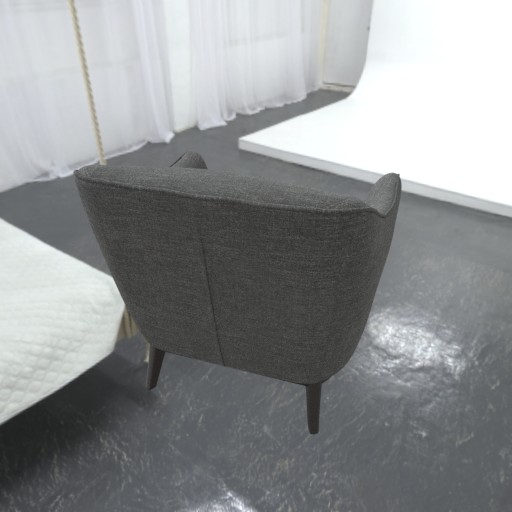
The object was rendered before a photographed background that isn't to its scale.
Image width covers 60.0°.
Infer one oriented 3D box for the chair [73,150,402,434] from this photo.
[{"bbox_3d":[0.000,0.000,1.500,0.870,0.829,0.851,10,33,15],"label":"chair"}]
